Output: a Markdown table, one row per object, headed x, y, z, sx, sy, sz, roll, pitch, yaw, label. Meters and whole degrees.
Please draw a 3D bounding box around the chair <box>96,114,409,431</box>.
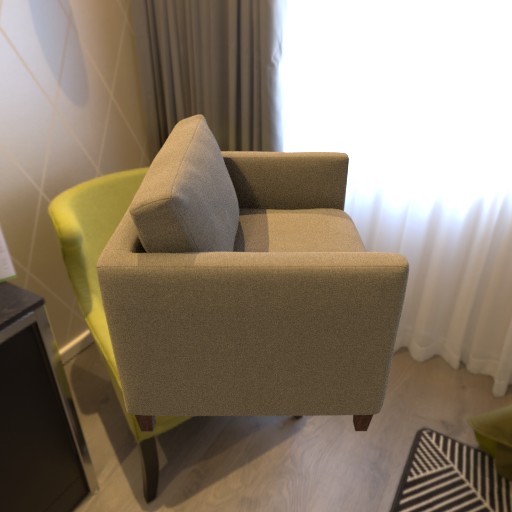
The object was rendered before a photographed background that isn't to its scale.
| x | y | z | sx | sy | sz | roll | pitch | yaw | label |
| --- | --- | --- | --- | --- | --- | --- | --- | --- | --- |
| 0.000 | 0.000 | 1.863 | 0.959 | 0.963 | 1.107 | 0 | 31 | 0 | chair |
